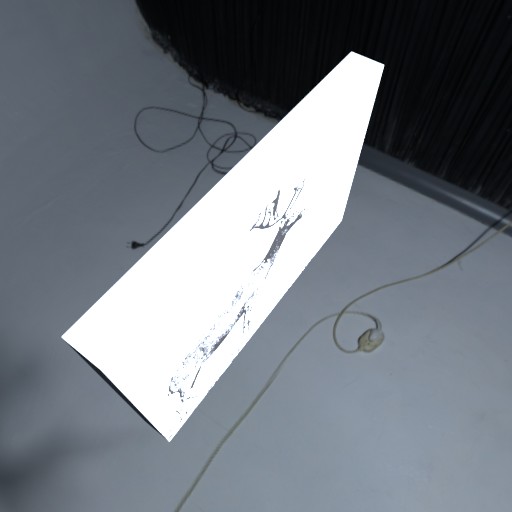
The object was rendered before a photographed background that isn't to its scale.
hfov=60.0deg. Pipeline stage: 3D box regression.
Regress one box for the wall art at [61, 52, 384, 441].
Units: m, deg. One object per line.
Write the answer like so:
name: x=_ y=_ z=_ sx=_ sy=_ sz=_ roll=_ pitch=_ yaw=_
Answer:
wall art: x=0.000 y=0.000 z=0.474 sx=0.038 sy=0.259 sz=0.381 roll=32 pitch=63 yaw=18
